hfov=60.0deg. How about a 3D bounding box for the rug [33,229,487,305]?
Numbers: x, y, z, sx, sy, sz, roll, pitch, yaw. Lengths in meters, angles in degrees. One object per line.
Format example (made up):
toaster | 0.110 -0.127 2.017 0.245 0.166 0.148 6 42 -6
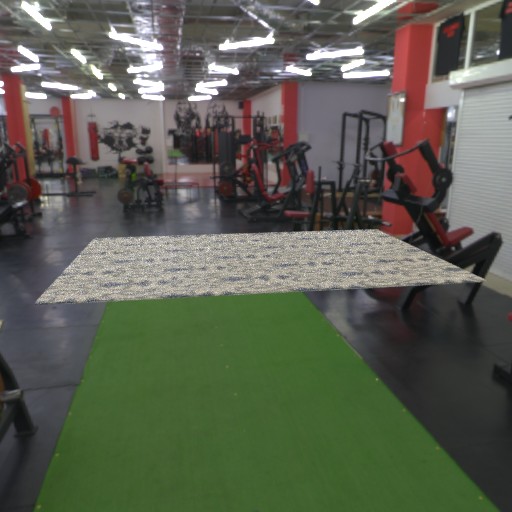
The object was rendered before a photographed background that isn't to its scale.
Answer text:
rug | 0.000 0.000 2.080 1.652 0.006 1.035 -2 15 -9
